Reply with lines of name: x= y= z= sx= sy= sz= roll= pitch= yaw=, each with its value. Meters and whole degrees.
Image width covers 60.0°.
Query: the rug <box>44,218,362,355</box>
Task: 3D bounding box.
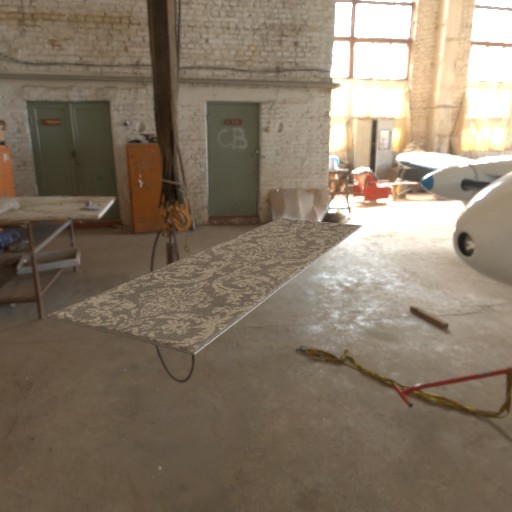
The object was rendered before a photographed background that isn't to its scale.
rug: x=0.000 y=0.000 z=2.443 sx=0.662 sy=0.011 sz=2.196 roll=7 pitch=17 yaw=25
